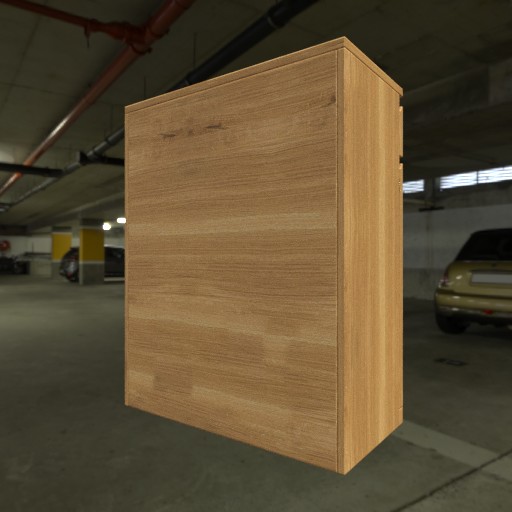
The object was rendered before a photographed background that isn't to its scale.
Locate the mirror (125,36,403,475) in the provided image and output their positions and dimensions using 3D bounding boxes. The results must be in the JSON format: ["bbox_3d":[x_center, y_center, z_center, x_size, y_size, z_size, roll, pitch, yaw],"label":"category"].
[{"bbox_3d":[0.000,0.000,1.407,0.800,1.000,0.400,0,0,37],"label":"mirror"}]
